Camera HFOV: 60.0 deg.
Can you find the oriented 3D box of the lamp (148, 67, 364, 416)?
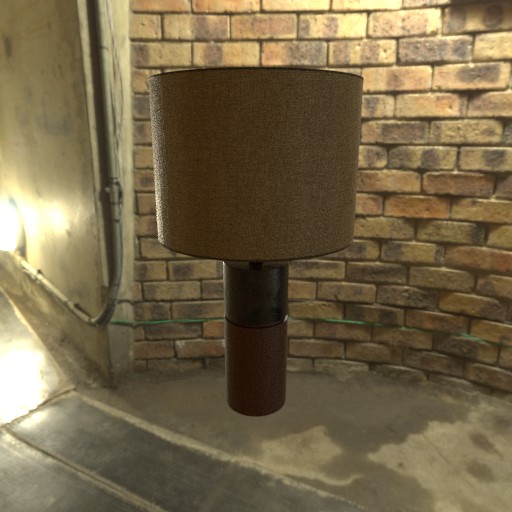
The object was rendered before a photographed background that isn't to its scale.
[{"bbox_3d":[0.000,0.000,0.474,0.202,0.350,0.202,0,16,0],"label":"lamp"}]
